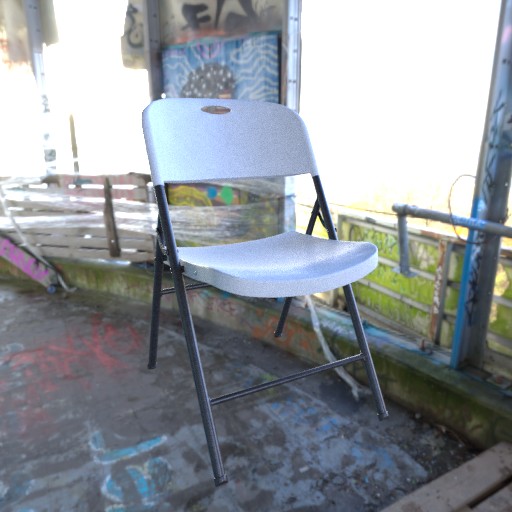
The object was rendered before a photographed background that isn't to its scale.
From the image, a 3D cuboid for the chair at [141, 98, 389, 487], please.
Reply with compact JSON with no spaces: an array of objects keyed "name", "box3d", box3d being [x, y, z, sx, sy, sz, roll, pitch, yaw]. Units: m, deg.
[{"name":"chair","box3d":[0.000,0.000,1.168,0.494,0.810,0.566,-9,18,-27]}]
